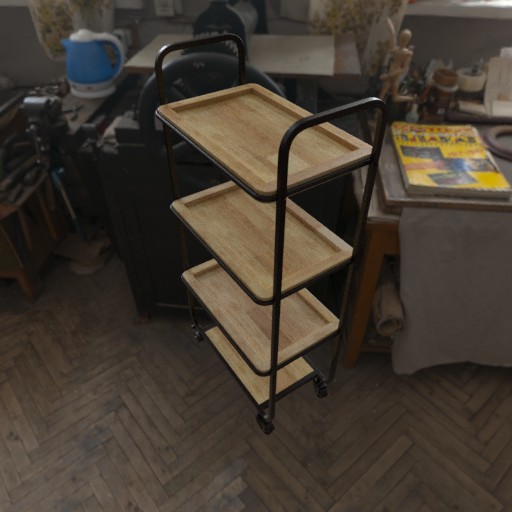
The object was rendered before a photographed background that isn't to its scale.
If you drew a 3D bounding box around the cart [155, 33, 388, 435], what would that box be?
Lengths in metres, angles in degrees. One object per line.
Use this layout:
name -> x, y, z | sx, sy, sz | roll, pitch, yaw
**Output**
cart -> 0.000, 0.000, 1.305 | 0.321, 1.080, 0.545 | -24, 47, -25
